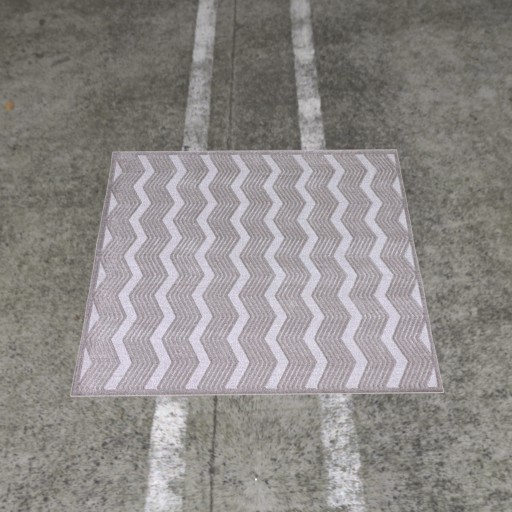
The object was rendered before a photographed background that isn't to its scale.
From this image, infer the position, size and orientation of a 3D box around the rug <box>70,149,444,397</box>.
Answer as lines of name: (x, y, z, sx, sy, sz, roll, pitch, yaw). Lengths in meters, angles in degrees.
rug: (0.000, 0.000, 3.950, 2.880, 0.005, 2.391, -1, 63, 0)
